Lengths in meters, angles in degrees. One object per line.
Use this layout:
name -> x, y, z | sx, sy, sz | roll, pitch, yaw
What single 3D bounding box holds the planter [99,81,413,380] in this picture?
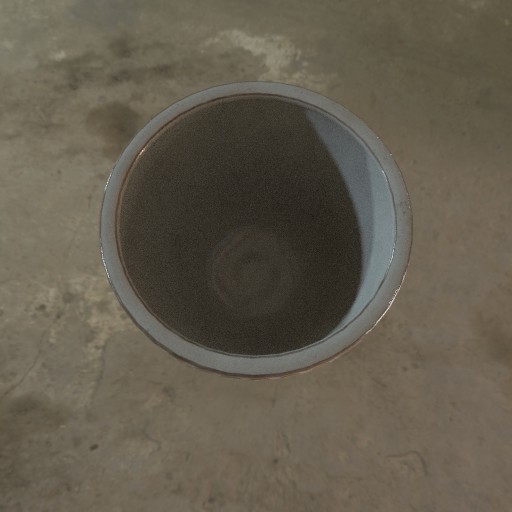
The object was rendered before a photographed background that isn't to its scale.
planter -> 0.000, 0.000, 0.364 | 0.197, 0.191, 0.197 | 0, 74, 0
